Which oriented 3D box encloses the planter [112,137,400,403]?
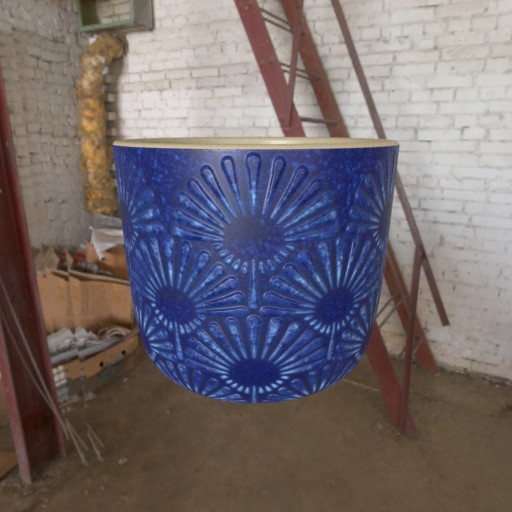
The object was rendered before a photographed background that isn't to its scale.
[{"bbox_3d":[0.000,0.000,0.215,0.124,0.109,0.124,0,16,0],"label":"planter"}]
